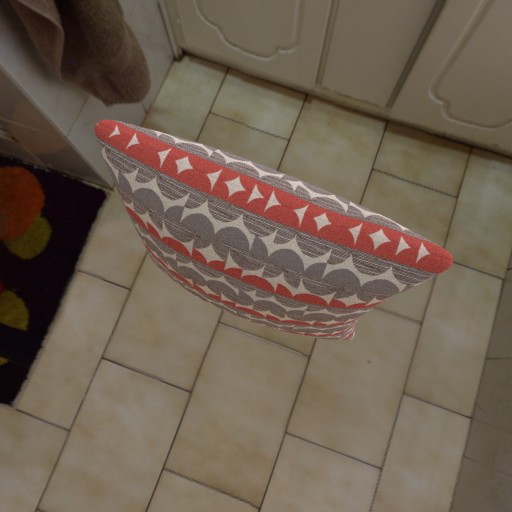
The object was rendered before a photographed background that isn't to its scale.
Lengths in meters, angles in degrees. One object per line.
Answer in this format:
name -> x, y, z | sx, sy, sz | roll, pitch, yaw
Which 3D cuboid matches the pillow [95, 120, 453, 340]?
pillow -> 0.000, 0.000, 0.660 | 0.420, 0.410, 0.180 | 22, 78, 5
